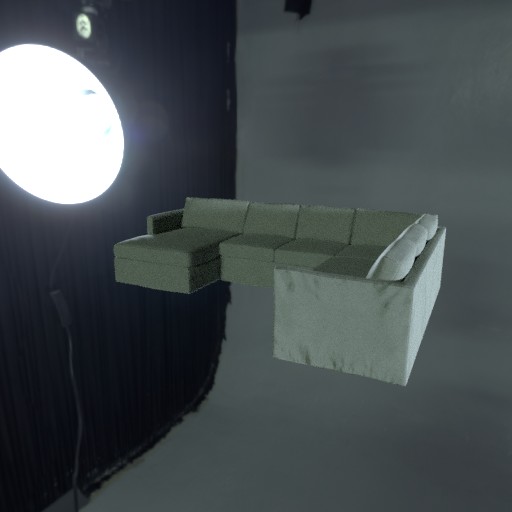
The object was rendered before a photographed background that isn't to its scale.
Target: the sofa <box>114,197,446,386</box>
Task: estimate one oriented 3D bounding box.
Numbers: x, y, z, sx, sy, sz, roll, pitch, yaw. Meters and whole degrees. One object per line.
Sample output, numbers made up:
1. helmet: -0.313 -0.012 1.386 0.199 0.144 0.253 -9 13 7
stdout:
1. sofa: 0.000 0.000 4.600 3.434 0.869 2.440 7 16 26
